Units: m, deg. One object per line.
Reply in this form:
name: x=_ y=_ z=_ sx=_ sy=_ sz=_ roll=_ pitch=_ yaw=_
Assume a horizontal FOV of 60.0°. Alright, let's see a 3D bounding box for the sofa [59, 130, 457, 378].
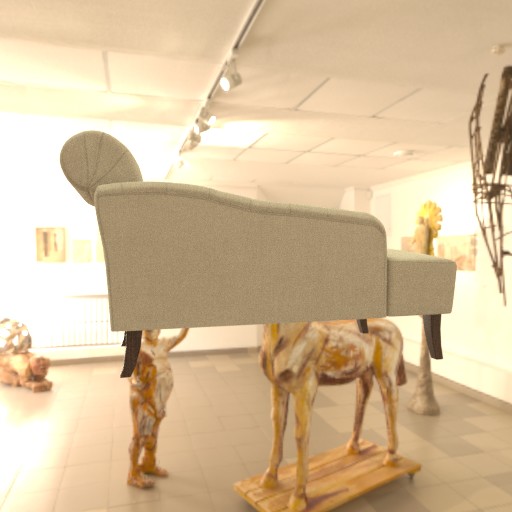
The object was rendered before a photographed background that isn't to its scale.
sofa: x=0.000 y=0.000 z=1.766 sx=1.379 sy=0.787 sz=0.675 roll=0 pitch=1 yaw=-17
